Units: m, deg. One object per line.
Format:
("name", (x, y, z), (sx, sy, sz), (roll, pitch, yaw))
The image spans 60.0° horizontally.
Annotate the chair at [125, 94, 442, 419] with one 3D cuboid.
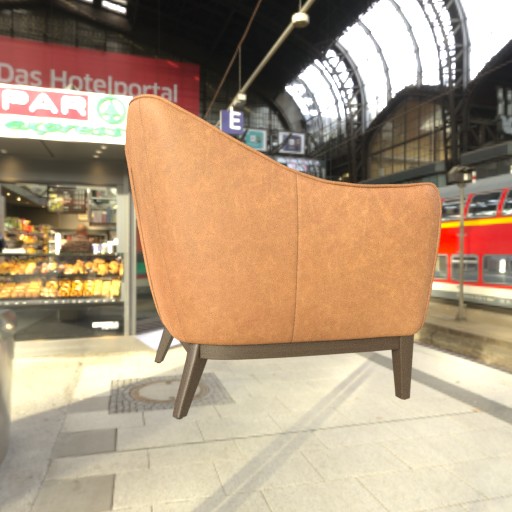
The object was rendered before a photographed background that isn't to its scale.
("chair", (0.000, 0.000, 1.511), (0.852, 0.830, 0.871), (0, 1, -17))
